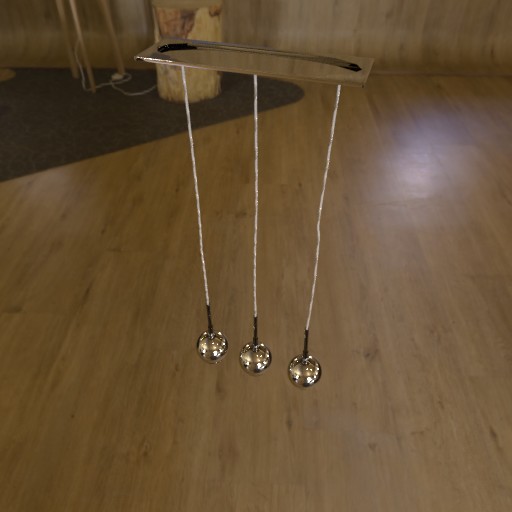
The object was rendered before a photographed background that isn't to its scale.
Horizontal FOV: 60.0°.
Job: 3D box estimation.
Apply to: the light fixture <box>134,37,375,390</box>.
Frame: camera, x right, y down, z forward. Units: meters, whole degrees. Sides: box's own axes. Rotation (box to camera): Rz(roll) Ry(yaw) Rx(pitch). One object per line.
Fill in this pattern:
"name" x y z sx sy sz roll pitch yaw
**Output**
"light fixture" 0.000 0.000 1.644 0.623 1.408 0.188 13 43 14
